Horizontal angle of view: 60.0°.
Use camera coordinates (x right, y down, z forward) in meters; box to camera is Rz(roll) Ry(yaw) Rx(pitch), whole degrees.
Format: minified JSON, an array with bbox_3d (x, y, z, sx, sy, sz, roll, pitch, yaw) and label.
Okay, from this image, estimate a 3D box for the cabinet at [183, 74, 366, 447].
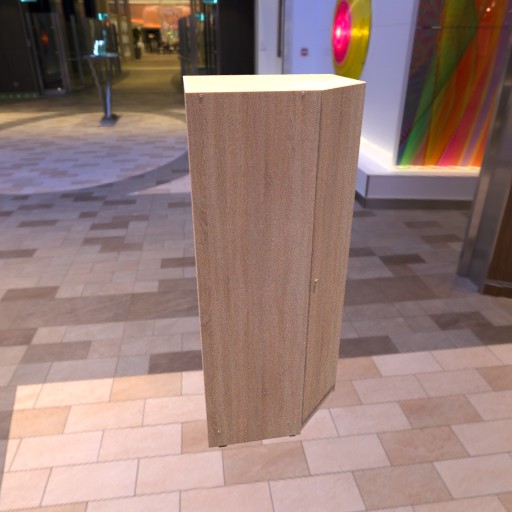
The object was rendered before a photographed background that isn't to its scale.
[{"bbox_3d":[0.000,0.000,2.870,1.094,2.120,1.327,18,31,32],"label":"cabinet"}]
